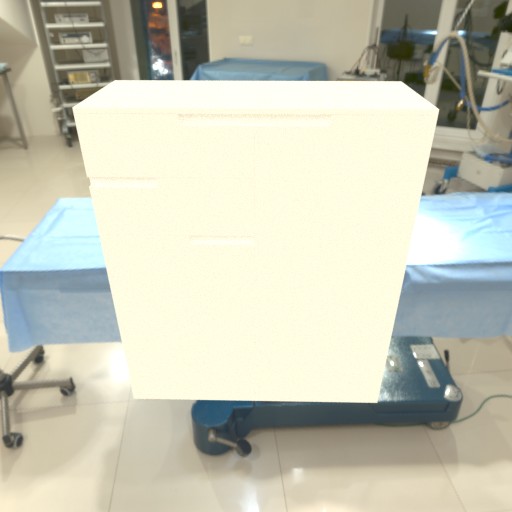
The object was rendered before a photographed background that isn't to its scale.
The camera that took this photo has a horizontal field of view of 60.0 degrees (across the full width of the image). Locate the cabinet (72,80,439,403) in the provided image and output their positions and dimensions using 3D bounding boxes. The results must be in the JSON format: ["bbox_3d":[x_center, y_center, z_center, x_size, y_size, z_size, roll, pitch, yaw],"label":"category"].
[{"bbox_3d":[0.000,0.000,1.689,1.000,1.190,0.400,1,32,1],"label":"cabinet"}]
